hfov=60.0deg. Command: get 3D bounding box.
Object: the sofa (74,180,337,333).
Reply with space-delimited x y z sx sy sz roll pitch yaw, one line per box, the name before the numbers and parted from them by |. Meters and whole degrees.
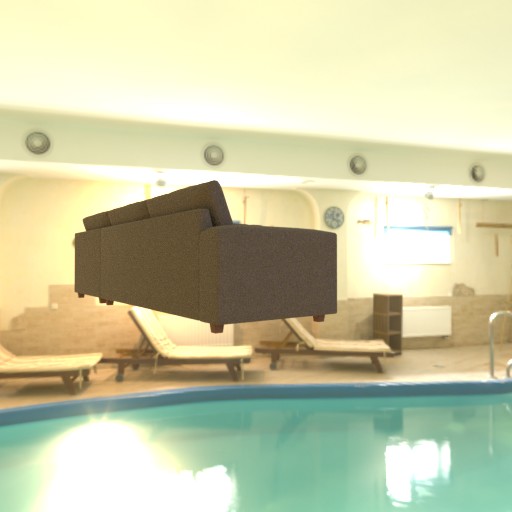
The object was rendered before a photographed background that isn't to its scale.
sofa | 0.000 0.000 4.713 2.895 0.965 3.277 0 -1 -36
